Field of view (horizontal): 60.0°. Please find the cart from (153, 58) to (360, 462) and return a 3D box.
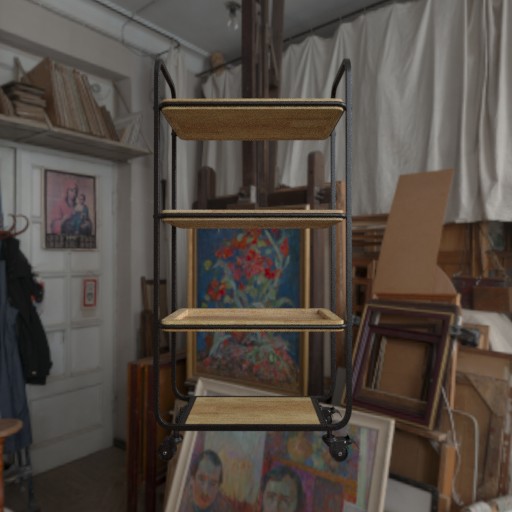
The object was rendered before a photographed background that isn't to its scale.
[{"bbox_3d":[0.000,0.000,1.296,0.545,1.080,0.321,0,-1,0],"label":"cart"}]
